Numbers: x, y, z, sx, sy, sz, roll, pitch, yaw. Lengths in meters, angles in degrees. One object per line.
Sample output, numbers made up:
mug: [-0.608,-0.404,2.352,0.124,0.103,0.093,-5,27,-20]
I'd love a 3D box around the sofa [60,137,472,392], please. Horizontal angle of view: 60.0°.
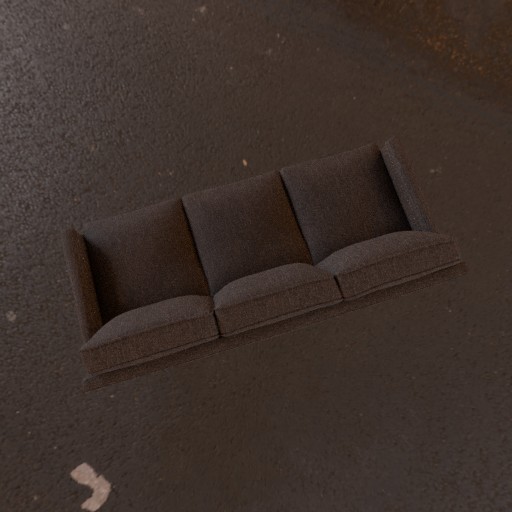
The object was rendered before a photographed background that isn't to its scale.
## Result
sofa: [0.000,0.000,2.806,2.246,1.003,1.084,-16,75,-4]
